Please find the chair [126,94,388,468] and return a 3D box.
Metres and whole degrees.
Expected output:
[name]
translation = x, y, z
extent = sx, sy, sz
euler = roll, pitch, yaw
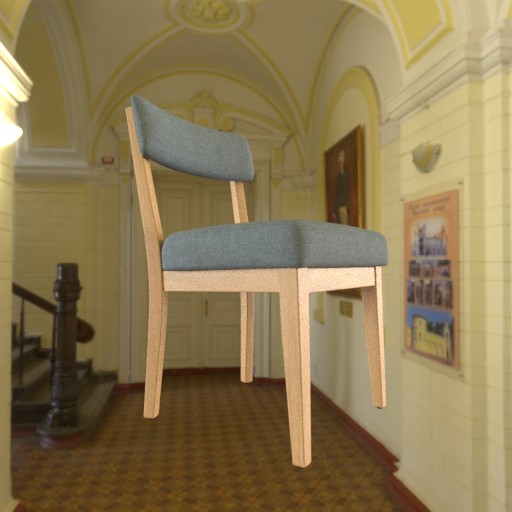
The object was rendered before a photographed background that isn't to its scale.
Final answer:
[chair]
translation = 0.000, 0.000, 1.195
extent = 0.572, 0.832, 0.508
euler = -1, -1, 35
